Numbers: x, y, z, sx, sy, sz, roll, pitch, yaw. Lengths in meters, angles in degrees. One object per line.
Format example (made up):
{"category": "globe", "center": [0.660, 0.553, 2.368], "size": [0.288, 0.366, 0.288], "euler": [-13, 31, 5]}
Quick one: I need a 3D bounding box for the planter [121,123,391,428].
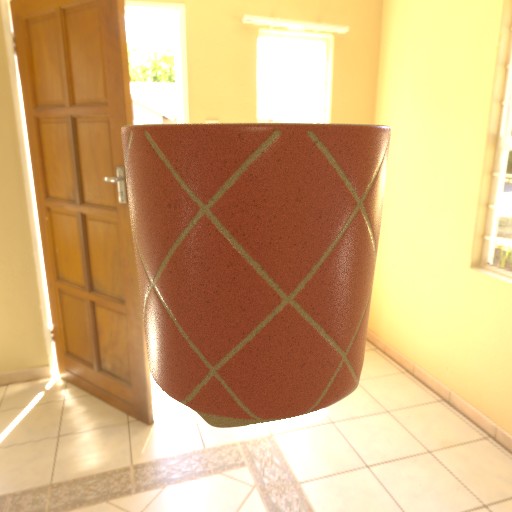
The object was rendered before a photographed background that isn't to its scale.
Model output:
{"category": "planter", "center": [0.000, 0.000, 0.418], "size": [0.227, 0.235, 0.227], "euler": [0, 15, 0]}
